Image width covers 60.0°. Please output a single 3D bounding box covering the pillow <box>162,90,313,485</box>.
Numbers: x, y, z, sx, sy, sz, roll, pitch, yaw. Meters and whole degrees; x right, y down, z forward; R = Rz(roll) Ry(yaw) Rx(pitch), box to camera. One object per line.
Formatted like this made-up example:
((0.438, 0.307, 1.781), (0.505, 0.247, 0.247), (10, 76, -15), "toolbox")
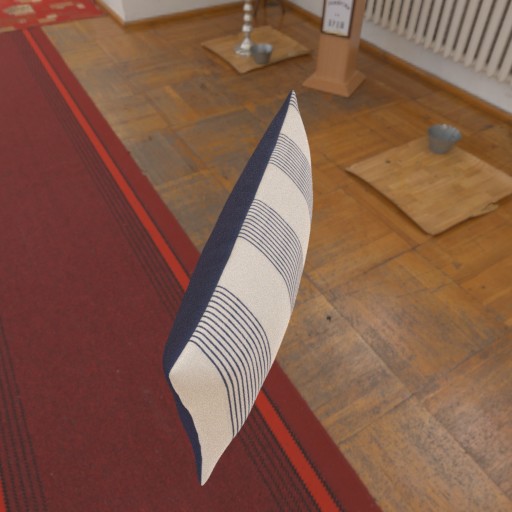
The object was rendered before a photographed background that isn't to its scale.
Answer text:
((0.000, 0.000, 0.705), (0.151, 0.287, 0.610), (10, 46, 10), "pillow")
